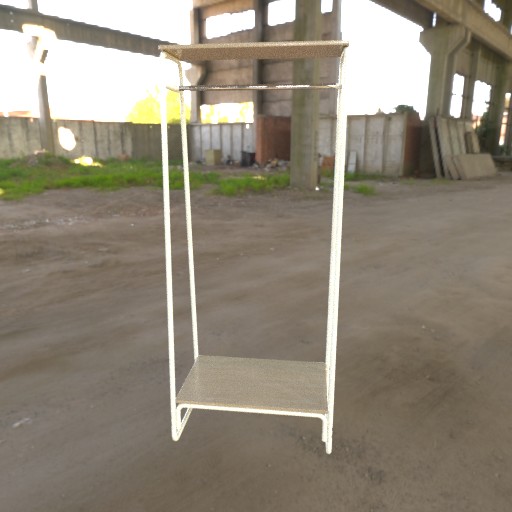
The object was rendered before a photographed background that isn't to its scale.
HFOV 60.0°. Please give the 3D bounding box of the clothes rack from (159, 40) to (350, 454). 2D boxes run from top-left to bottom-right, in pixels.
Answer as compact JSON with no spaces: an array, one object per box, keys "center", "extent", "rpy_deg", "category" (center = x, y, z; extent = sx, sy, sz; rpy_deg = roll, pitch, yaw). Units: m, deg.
[{"center":[0.000,0.000,1.760],"extent":[0.640,1.512,0.400],"rpy_deg":[2,15,7],"category":"clothes rack"}]
